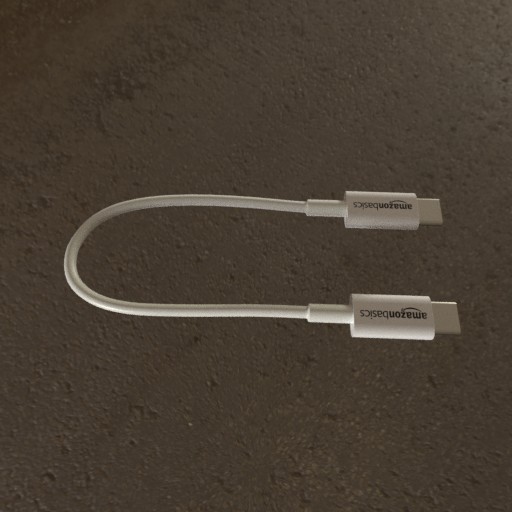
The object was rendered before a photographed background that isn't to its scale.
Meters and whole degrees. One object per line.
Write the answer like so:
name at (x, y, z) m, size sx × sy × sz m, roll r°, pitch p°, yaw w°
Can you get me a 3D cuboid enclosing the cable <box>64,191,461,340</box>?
cable at (0.000, 0.000, 0.114) m, size 0.098 × 0.005 × 0.041 m, roll 2°, pitch 64°, yaw 1°
